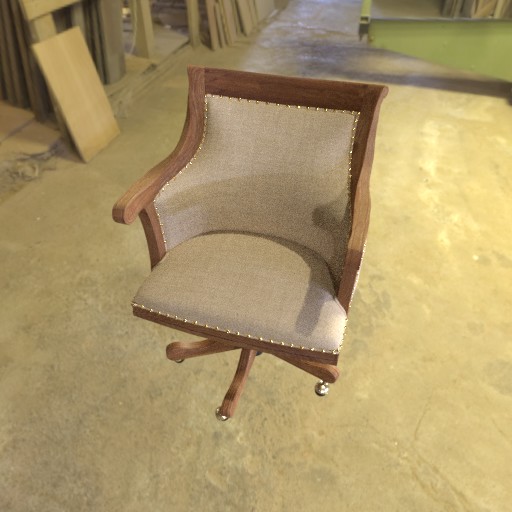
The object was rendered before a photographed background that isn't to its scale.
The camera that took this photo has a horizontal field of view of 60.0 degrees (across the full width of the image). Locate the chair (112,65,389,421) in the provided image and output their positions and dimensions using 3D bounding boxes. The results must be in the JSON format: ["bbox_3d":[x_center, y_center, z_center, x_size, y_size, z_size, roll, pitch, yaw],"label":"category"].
[{"bbox_3d":[0.000,0.000,1.414,0.656,0.965,0.689,11,42,13],"label":"chair"}]
